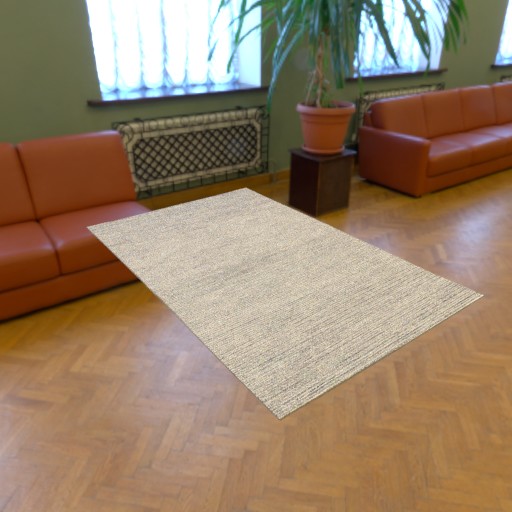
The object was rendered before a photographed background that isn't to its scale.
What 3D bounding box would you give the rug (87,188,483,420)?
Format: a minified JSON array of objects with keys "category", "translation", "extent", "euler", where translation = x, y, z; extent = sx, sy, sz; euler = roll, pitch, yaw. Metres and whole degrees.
[{"category":"rug","translation":[0.000,0.000,2.279],"extent":[1.162,0.022,1.804],"euler":[-19,33,-32]}]
